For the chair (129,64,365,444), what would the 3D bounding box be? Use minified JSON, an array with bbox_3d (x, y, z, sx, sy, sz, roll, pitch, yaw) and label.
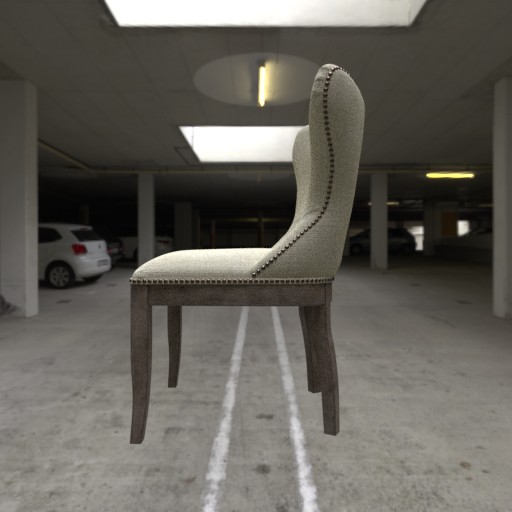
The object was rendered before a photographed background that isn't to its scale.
[{"bbox_3d":[0.000,0.000,1.446,0.681,1.002,0.654,0,0,0],"label":"chair"}]
